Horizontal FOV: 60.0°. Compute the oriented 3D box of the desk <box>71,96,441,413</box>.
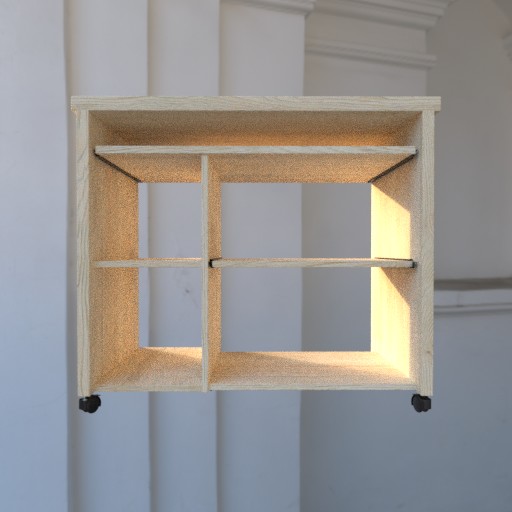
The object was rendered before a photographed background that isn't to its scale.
[{"bbox_3d":[0.000,0.000,1.304,0.885,0.770,0.480,0,1,0],"label":"desk"}]
